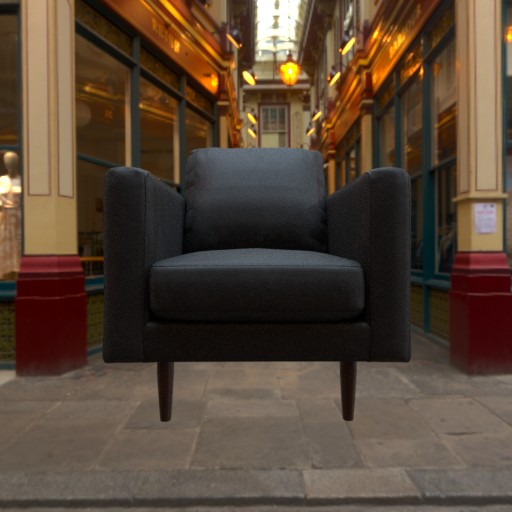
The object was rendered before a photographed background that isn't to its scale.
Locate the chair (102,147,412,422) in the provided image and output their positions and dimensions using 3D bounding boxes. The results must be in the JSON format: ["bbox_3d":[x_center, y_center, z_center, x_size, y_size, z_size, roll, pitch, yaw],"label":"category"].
[{"bbox_3d":[0.000,0.000,1.569,0.831,0.898,0.879,0,1,-1],"label":"chair"}]
